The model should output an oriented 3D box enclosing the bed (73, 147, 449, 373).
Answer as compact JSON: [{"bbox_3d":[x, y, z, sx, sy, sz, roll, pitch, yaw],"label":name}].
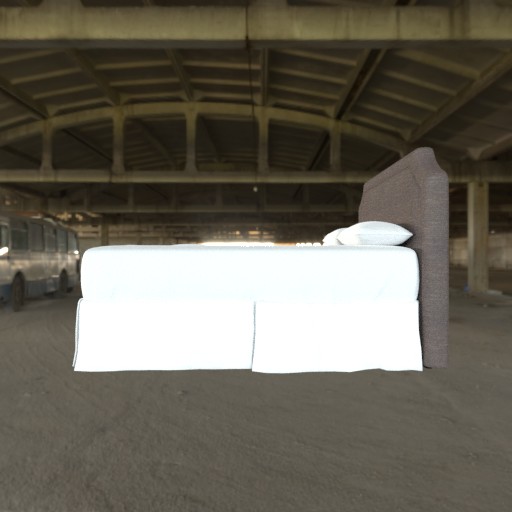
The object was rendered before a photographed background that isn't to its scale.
[{"bbox_3d":[0.000,0.000,3.240,2.116,1.290,1.693,0,0,0],"label":"bed"}]
